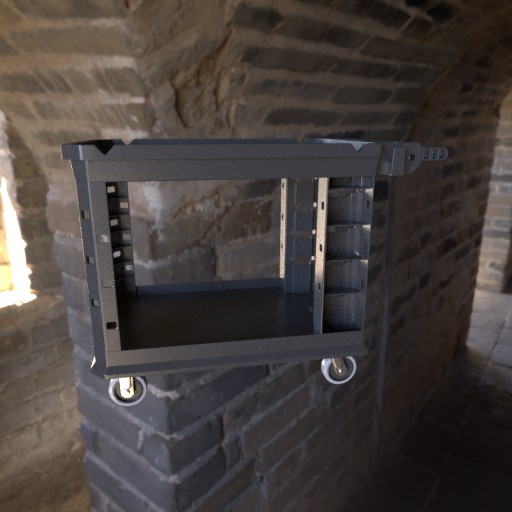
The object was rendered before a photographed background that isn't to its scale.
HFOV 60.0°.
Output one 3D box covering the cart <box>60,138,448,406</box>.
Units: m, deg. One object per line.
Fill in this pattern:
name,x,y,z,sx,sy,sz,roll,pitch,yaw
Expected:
cart,0.000,0.000,1.755,1.239,0.884,0.674,-3,16,-10
